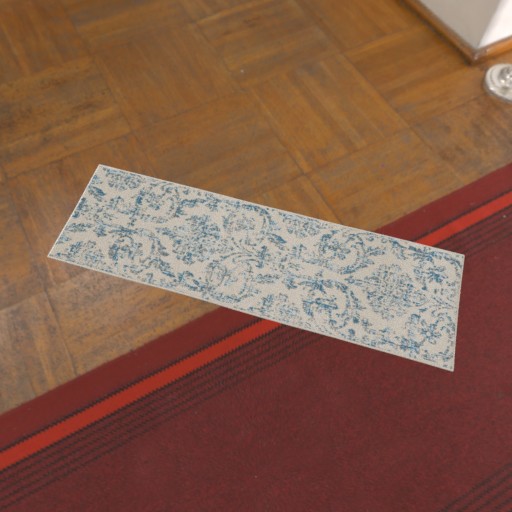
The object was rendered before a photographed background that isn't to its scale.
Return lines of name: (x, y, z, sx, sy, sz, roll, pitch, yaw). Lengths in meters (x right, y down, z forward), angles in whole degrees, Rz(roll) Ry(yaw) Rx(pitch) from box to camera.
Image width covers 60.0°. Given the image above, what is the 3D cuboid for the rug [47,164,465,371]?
rug: (0.000, 0.000, 2.433, 2.196, 0.011, 0.662, 15, 64, 7)
